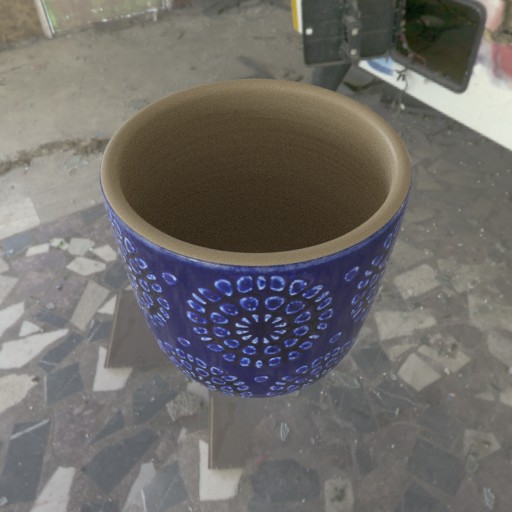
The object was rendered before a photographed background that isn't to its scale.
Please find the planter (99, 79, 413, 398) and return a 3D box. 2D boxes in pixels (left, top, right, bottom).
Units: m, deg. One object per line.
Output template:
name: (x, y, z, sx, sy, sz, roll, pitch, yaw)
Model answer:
planter: (0.000, 0.000, 0.197, 0.109, 0.112, 0.109, 0, 48, 0)
